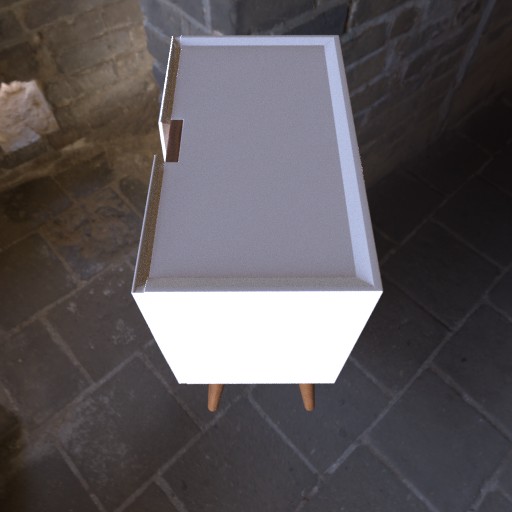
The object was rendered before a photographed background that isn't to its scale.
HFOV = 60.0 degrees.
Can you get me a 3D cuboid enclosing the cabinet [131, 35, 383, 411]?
[{"bbox_3d":[0.000,0.000,1.084,0.344,0.772,0.591,0,58,0],"label":"cabinet"}]
